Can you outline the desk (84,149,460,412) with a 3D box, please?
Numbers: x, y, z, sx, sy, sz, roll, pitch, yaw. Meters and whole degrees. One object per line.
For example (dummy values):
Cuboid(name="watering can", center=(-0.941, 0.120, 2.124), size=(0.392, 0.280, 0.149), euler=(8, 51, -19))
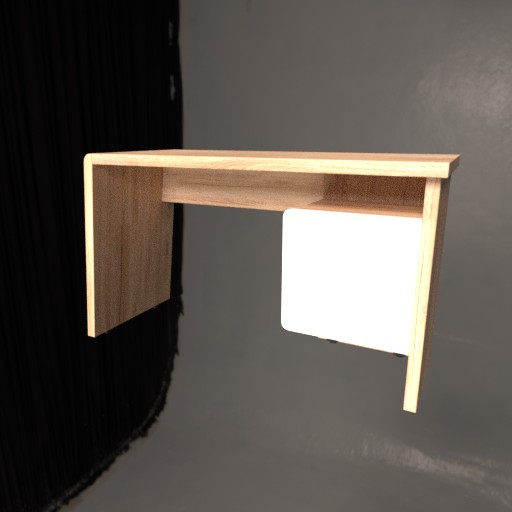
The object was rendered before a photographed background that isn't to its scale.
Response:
Cuboid(name="desk", center=(0.000, 0.000, 1.668), size=(1.300, 0.750, 0.500), euler=(8, 17, 26))
